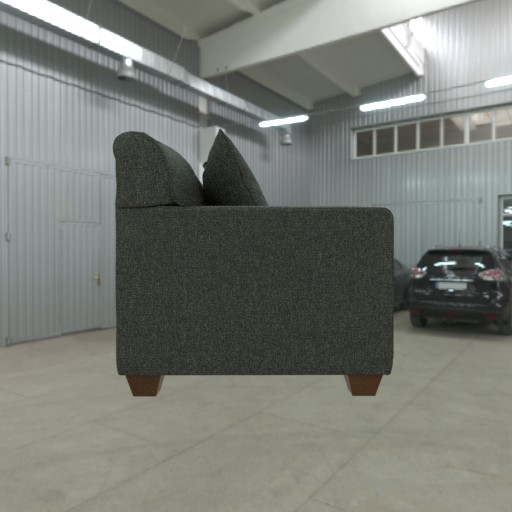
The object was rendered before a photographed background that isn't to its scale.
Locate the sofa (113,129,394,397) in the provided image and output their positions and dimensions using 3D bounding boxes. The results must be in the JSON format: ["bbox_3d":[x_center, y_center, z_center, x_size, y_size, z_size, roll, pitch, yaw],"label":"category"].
[{"bbox_3d":[0.000,0.000,2.412,0.998,0.958,1.846,0,1,0],"label":"sofa"}]
